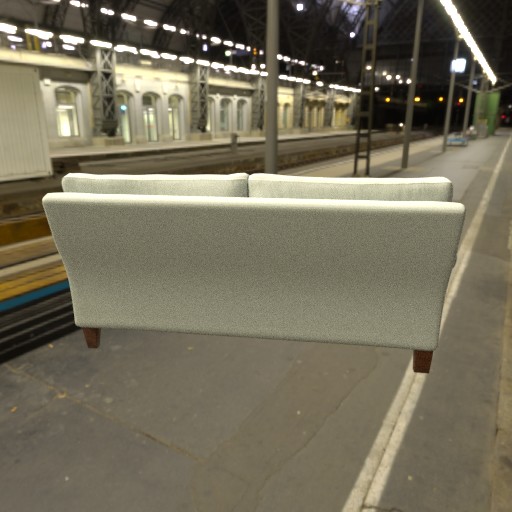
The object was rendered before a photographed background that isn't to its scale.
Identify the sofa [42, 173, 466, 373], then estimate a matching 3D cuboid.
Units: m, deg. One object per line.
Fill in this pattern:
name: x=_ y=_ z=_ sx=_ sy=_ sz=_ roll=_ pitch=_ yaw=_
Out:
sofa: x=0.000 y=0.000 z=2.800 sx=2.193 sy=1.096 sz=1.069 roll=2 pitch=17 yaw=8
